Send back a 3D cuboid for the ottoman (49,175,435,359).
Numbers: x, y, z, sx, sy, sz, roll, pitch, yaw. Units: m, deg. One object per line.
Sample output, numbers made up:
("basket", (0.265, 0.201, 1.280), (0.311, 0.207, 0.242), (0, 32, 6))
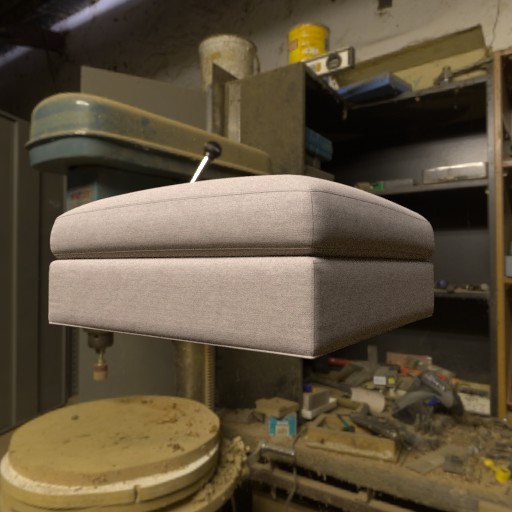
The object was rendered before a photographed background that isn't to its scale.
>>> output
("ottoman", (0.000, 0.000, 1.641), (1.041, 0.470, 1.041), (-1, -1, 35))
